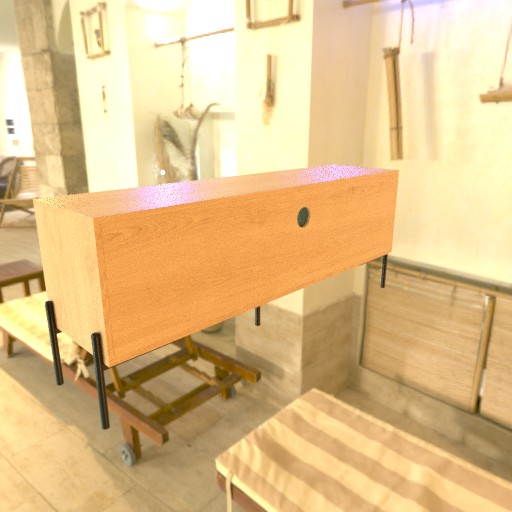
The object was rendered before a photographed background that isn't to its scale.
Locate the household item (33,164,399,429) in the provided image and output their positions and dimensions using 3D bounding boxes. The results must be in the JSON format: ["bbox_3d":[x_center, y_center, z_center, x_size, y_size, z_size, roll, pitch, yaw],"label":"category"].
[{"bbox_3d":[0.000,0.000,1.783,0.400,0.600,1.550,16,23,42],"label":"household item"}]
